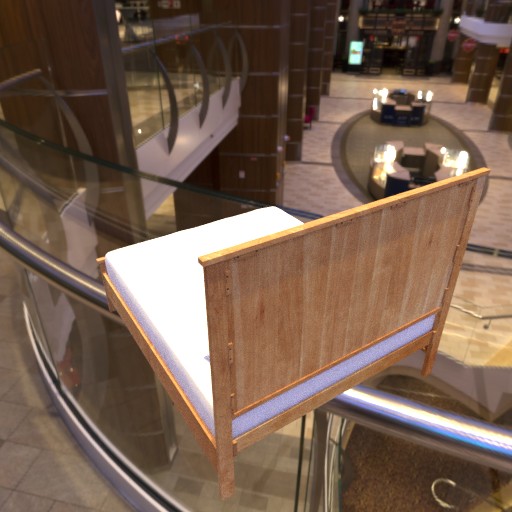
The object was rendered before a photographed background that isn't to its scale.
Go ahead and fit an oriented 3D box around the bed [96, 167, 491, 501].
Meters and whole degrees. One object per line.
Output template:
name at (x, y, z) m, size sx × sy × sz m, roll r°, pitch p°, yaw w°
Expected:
bed at (0.000, 0.000, 3.950) m, size 2.225 × 1.938 × 2.530 m, roll -18°, pitch 36°, yaw -28°
